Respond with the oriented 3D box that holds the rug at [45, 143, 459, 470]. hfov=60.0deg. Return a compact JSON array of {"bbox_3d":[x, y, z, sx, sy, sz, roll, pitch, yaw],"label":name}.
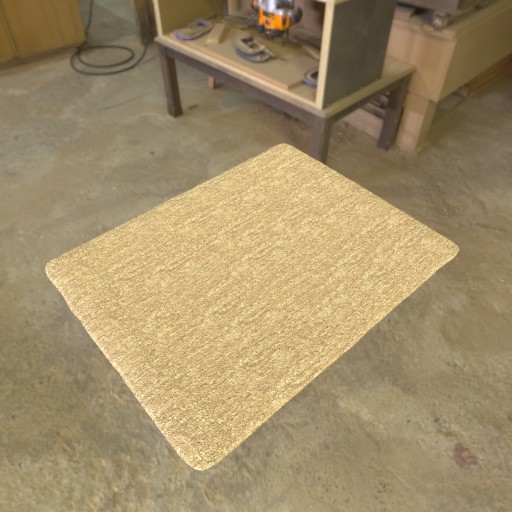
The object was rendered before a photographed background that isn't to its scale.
[{"bbox_3d":[0.000,0.000,3.779,2.873,0.050,2.242,-33,55,-27],"label":"rug"}]
